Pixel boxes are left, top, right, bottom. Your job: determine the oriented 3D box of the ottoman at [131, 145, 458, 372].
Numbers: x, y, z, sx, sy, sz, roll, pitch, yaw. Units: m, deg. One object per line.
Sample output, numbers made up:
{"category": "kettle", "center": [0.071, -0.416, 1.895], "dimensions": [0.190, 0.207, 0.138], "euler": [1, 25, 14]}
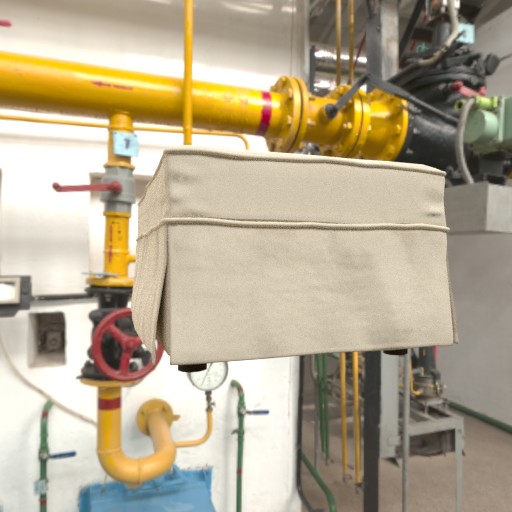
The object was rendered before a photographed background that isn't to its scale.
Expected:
{"category": "ottoman", "center": [0.000, 0.000, 1.330], "dimensions": [0.703, 0.479, 0.944], "euler": [0, 0, -19]}
